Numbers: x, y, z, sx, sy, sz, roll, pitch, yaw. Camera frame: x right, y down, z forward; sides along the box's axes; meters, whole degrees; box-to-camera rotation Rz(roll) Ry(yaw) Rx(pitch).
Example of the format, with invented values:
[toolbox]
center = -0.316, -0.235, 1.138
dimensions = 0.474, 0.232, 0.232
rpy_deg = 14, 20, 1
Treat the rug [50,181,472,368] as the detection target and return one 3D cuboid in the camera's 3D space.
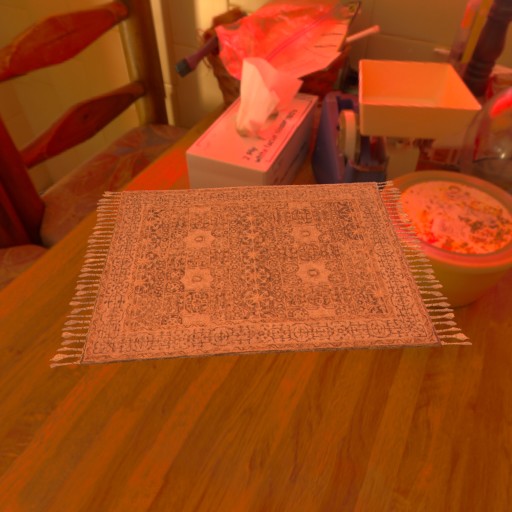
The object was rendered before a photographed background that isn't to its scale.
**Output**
[rug]
center = 0.000, 0.000, 3.112
dimensions = 2.465, 0.023, 1.619
rpy_deg = -2, 46, -2
